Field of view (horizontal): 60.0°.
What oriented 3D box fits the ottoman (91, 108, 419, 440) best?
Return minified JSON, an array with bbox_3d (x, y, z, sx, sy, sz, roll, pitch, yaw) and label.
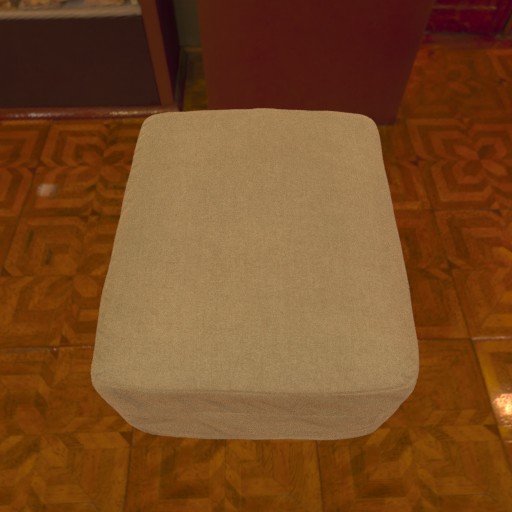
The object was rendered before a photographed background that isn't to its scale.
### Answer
[{"bbox_3d":[0.000,0.000,1.186,0.683,0.481,0.837,1,57,0],"label":"ottoman"}]
